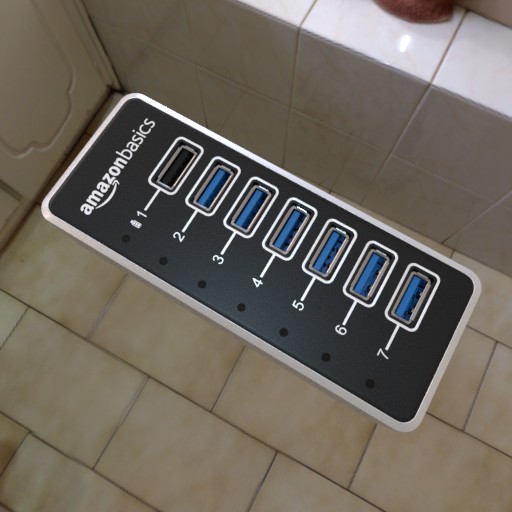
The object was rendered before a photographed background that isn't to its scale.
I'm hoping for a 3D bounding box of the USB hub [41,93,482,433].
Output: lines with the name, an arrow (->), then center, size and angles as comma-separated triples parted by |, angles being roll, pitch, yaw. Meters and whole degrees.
USB hub -> 0.000, 0.000, 0.124 | 0.110, 0.023, 0.044 | 30, 77, 8
